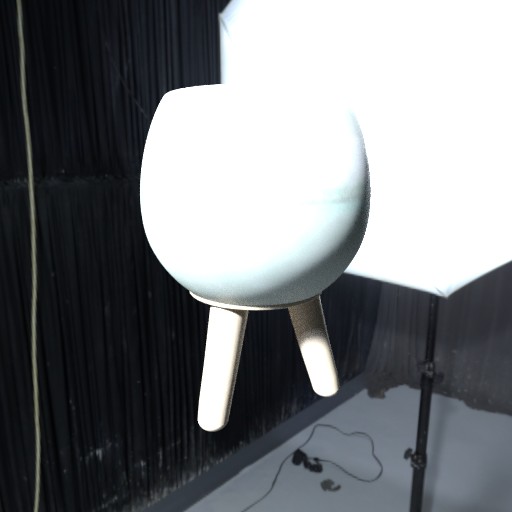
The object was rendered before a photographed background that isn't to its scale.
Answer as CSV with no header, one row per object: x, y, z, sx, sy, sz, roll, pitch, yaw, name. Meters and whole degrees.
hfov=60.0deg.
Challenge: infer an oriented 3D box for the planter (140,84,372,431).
0.000,0.000,0.329,0.161,0.224,0.161,0,13,0,planter
